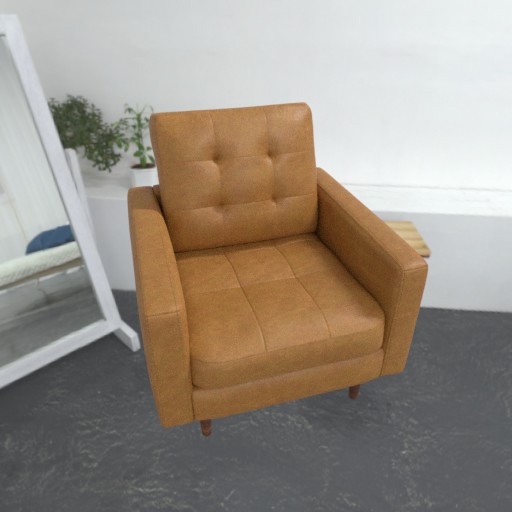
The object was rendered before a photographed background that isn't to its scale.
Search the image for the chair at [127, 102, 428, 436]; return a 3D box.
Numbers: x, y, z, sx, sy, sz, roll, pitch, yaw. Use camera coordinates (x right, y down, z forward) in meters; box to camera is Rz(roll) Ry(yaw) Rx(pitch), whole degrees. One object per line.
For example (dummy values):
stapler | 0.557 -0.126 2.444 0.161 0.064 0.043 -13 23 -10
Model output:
chair | 0.000 0.000 1.552 0.831 0.896 0.868 -9 33 -14
